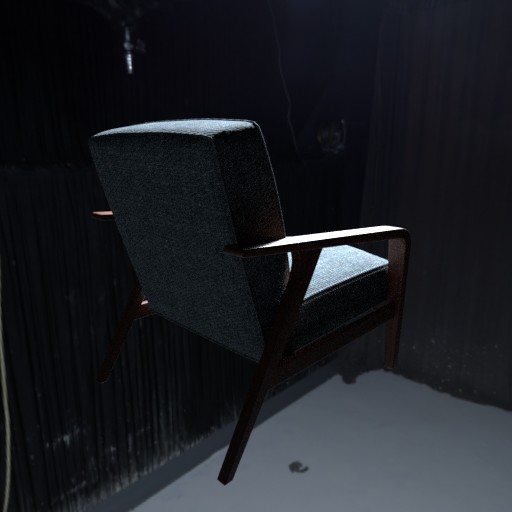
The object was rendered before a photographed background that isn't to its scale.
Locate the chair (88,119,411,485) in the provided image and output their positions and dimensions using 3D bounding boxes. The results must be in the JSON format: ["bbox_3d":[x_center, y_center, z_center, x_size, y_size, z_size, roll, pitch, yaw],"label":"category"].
[{"bbox_3d":[0.000,0.000,1.499,0.889,0.864,0.719,-14,20,-43],"label":"chair"}]
